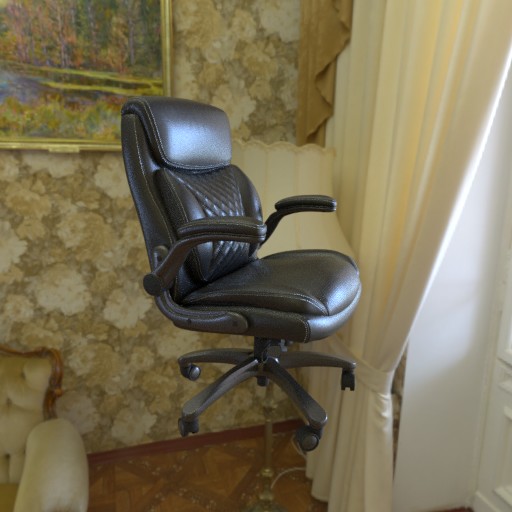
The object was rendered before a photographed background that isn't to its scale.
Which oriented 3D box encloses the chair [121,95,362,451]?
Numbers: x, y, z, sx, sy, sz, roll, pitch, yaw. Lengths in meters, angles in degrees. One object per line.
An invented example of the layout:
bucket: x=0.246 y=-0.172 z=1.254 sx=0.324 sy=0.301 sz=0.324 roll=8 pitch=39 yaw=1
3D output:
chair: x=0.000 y=0.000 z=1.609 sx=0.724 sy=1.110 sz=0.782 roll=6 pitch=15 yaw=25
